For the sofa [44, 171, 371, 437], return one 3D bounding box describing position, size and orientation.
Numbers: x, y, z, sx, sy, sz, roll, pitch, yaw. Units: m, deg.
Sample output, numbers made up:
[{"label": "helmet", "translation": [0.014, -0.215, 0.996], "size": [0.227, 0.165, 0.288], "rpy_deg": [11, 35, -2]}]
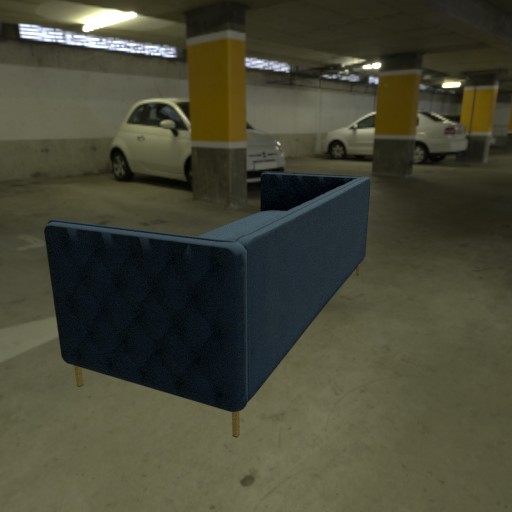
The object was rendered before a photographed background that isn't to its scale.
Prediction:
[{"label": "sofa", "translation": [0.000, 0.000, 2.619], "size": [0.895, 0.771, 2.209], "rpy_deg": [8, 18, 24]}]
